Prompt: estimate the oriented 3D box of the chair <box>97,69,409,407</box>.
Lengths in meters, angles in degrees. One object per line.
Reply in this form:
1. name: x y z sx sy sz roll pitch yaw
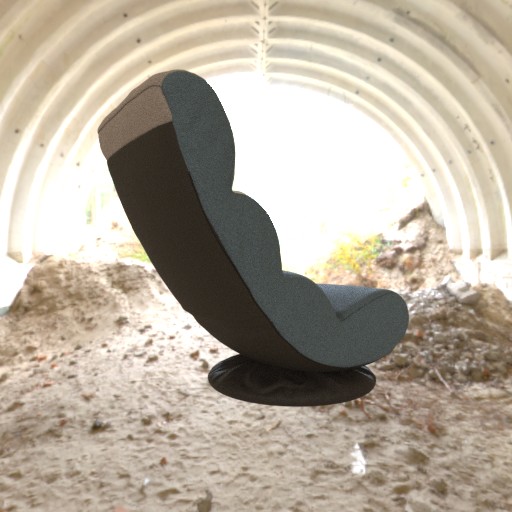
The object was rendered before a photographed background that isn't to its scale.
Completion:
1. chair: 0.000 0.000 1.057 0.661 0.641 0.420 0 -1 -34
